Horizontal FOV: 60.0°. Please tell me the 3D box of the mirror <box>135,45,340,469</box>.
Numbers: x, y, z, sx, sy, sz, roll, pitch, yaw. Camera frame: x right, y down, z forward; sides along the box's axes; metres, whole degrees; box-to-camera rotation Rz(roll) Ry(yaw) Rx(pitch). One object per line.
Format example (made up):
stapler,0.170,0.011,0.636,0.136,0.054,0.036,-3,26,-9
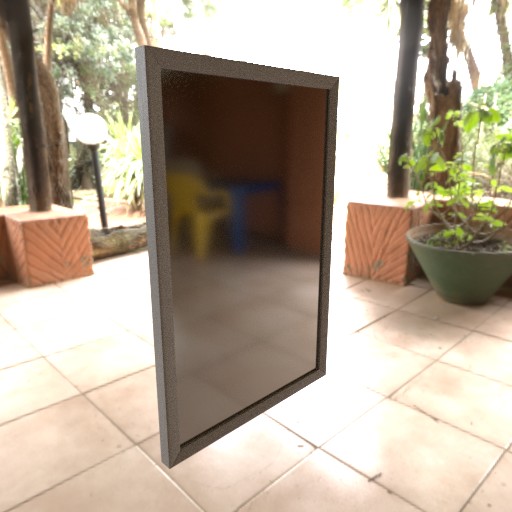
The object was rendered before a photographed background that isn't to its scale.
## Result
mirror,0.000,0.000,1.143,0.609,0.915,0.040,-14,20,-43
